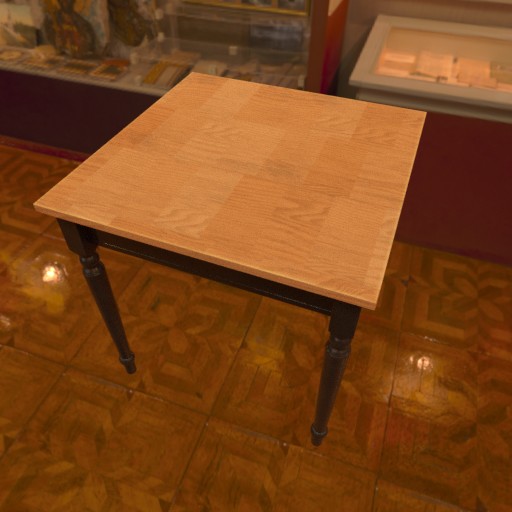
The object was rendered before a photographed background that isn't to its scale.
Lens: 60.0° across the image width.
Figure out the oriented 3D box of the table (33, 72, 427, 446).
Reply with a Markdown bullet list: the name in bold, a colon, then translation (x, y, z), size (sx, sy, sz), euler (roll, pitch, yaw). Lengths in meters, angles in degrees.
- **table**: translation (0.000, 0.000, 1.371), size (0.747, 0.738, 0.747), euler (16, 47, 15)
